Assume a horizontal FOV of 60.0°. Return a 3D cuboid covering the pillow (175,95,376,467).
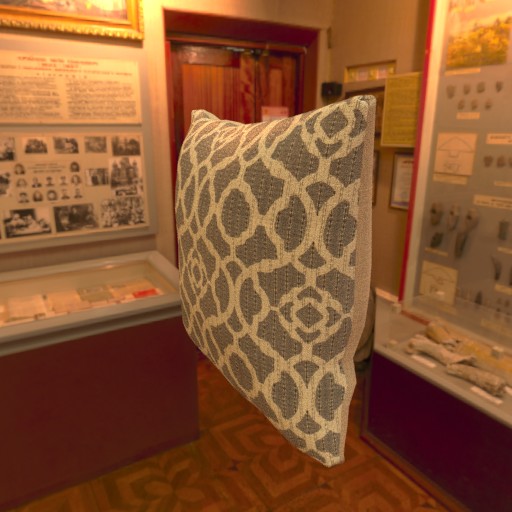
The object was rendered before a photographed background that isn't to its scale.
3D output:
[{"bbox_3d":[0.000,0.000,0.767,0.215,0.498,0.508,-9,19,-28],"label":"pillow"}]
